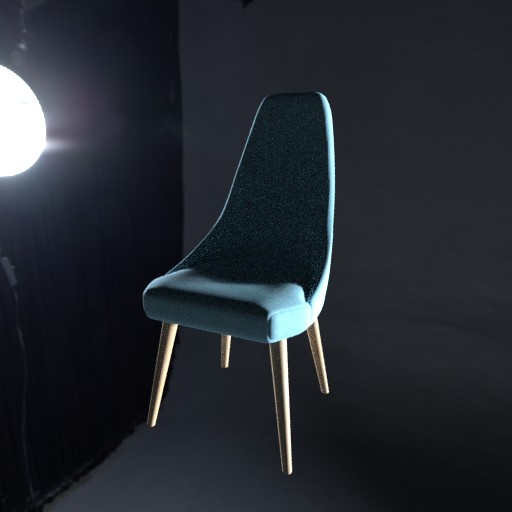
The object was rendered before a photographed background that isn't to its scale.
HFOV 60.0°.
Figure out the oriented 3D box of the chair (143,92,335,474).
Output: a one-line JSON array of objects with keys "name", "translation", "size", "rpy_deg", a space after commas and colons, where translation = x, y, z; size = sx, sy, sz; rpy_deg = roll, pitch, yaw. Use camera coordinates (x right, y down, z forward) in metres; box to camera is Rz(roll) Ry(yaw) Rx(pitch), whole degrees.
[{"name": "chair", "translation": [0.000, 0.000, 1.425], "size": [0.510, 1.040, 0.660], "rpy_deg": [7, 17, 25]}]
